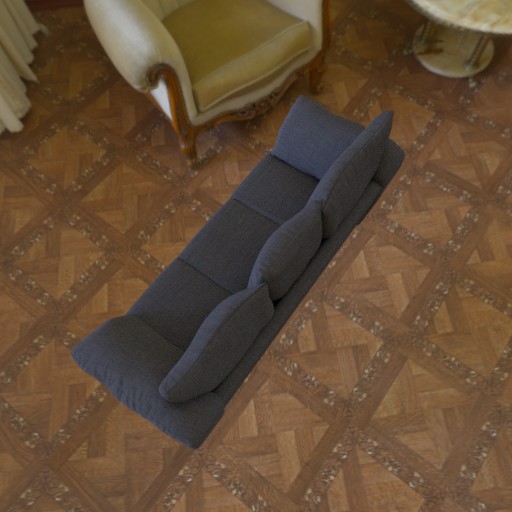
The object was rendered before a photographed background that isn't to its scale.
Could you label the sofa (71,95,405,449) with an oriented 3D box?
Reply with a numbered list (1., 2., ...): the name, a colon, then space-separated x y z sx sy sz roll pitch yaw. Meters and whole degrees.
1. sofa: 0.000 0.000 2.878 0.883 1.080 2.336 33 69 15
